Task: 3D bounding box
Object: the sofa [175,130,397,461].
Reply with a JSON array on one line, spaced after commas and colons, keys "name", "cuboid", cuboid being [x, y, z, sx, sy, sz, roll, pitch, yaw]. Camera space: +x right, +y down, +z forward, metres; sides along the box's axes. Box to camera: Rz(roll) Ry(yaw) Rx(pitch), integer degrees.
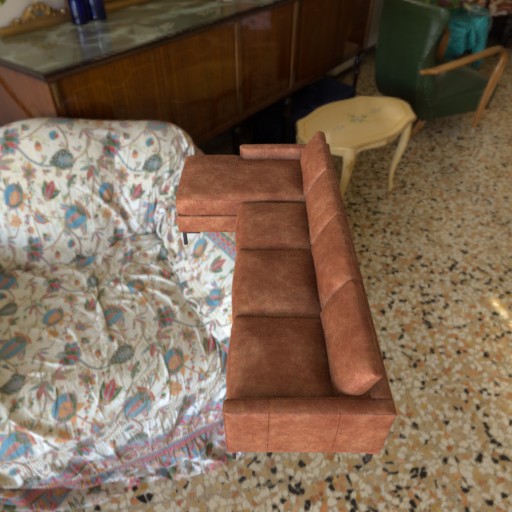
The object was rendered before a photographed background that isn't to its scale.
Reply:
[{"name": "sofa", "cuboid": [0.000, 0.000, 3.525, 1.471, 0.859, 2.993, 0, 41, 0]}]
